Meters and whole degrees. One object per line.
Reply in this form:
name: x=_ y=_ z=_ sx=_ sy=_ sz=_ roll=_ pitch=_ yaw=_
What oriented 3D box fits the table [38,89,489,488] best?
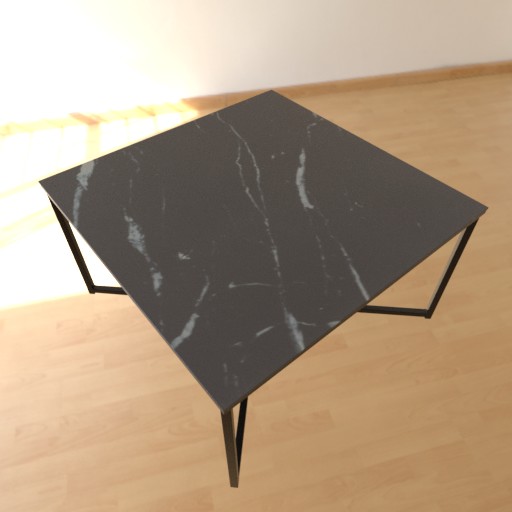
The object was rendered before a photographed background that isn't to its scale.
table: x=0.000 y=0.000 z=1.270 sx=0.800 sy=0.450 sz=0.800 roll=-31 pitch=54 yaw=-26
